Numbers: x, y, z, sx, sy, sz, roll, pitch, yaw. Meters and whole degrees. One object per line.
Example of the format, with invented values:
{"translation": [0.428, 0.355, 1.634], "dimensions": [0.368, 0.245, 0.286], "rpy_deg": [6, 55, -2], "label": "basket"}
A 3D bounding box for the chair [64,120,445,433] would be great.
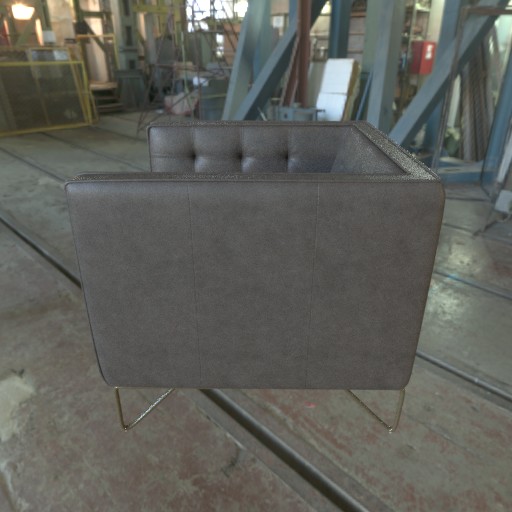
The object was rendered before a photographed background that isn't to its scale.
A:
{"translation": [0.000, 0.000, 1.539], "dimensions": [0.894, 0.790, 0.880], "rpy_deg": [0, 26, 1], "label": "chair"}
